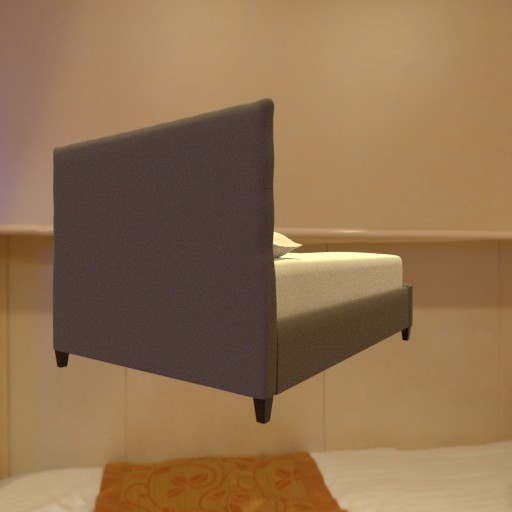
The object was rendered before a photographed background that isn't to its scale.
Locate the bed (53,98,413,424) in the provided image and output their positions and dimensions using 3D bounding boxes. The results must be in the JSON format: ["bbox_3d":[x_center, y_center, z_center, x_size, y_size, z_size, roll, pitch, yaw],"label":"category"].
[{"bbox_3d":[0.000,0.000,3.292,1.696,1.426,2.233,1,1,35],"label":"bed"}]
